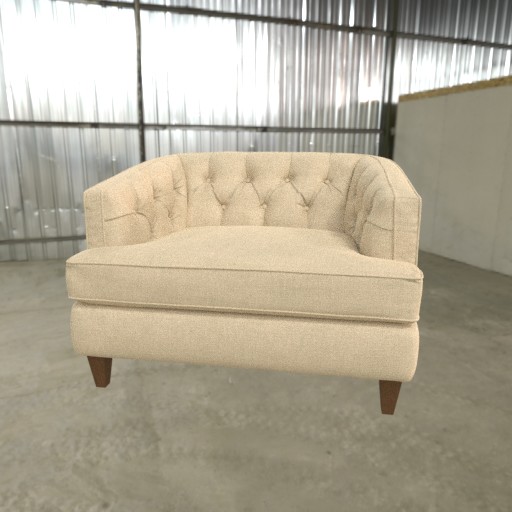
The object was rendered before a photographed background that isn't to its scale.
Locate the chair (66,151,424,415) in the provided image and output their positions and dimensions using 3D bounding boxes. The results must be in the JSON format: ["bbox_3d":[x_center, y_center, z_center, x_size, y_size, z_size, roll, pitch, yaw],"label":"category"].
[{"bbox_3d":[0.000,0.000,1.736,1.118,0.787,0.914,2,14,9],"label":"chair"}]
